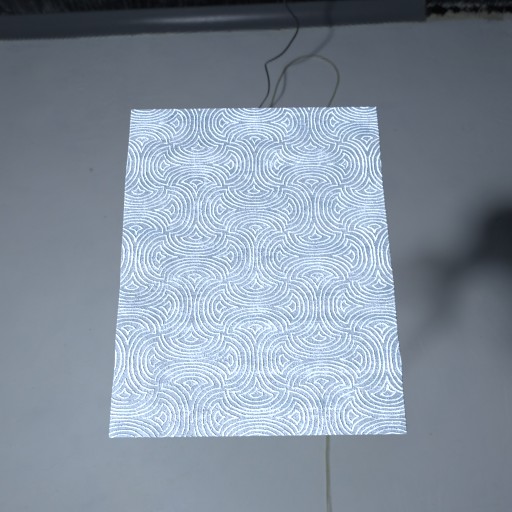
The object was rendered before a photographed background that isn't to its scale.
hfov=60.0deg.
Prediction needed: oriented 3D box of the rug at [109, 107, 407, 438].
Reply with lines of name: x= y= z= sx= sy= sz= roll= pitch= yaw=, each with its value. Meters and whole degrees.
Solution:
rug: x=0.000 y=0.000 z=4.015 sx=2.456 sy=0.021 sz=3.042 roll=-1 pitch=75 yaw=0
